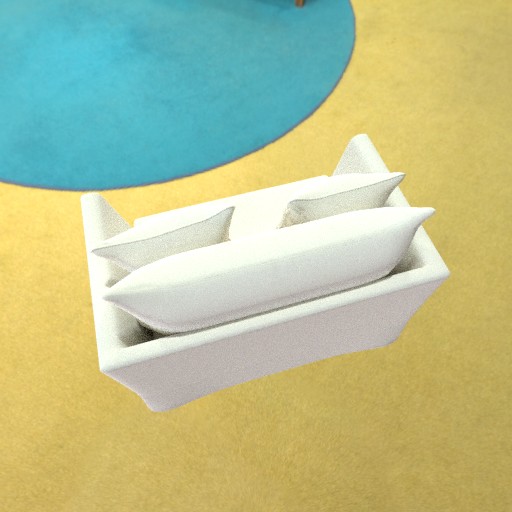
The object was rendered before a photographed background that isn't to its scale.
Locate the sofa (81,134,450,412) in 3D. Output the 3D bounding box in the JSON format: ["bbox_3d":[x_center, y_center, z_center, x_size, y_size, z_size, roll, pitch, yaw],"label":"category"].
[{"bbox_3d":[0.000,0.000,2.339,1.608,1.039,1.026,-14,59,-9],"label":"sofa"}]
